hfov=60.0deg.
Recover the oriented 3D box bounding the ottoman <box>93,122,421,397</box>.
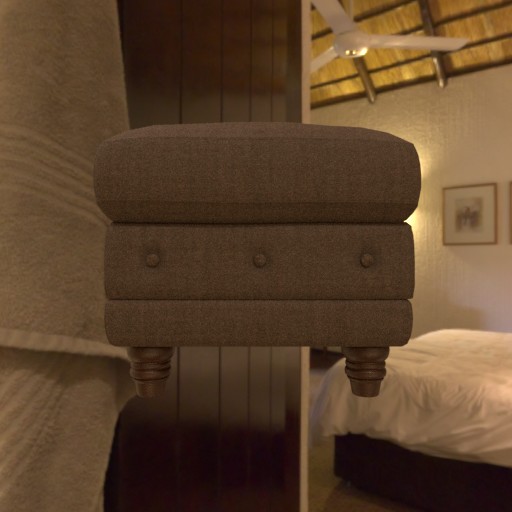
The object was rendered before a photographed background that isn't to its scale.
[{"bbox_3d":[0.000,0.000,1.175,0.599,0.555,0.809,0,-1,0],"label":"ottoman"}]
